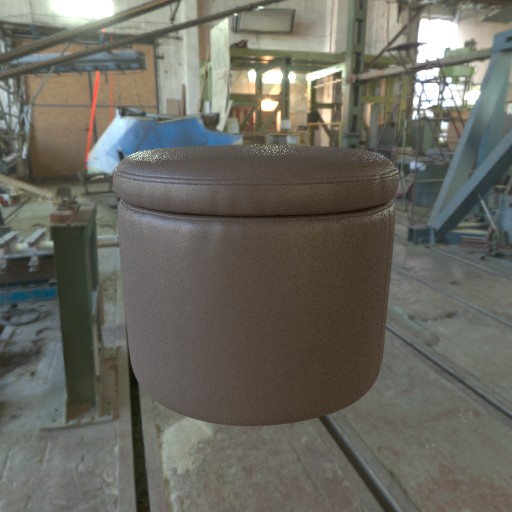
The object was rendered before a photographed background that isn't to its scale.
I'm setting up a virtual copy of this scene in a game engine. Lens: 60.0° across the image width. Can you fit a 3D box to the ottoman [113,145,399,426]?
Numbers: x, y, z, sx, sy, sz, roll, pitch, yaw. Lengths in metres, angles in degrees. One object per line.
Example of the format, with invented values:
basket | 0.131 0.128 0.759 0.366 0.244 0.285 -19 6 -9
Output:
ottoman | 0.000 0.000 0.851 0.500 0.409 0.500 0 16 0
